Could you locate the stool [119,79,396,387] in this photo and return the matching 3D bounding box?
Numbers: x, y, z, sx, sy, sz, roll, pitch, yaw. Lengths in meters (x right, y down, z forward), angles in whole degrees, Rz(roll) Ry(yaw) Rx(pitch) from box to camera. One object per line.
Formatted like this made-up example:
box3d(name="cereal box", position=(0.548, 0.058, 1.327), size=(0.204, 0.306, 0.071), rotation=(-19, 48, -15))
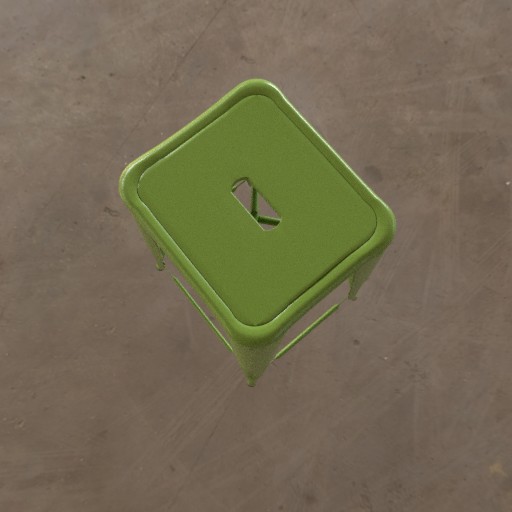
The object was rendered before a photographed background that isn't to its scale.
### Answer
box3d(name="stool", position=(0.000, 0.000, 0.850), size=(0.358, 0.609, 0.398), rotation=(-38, 80, -8))
